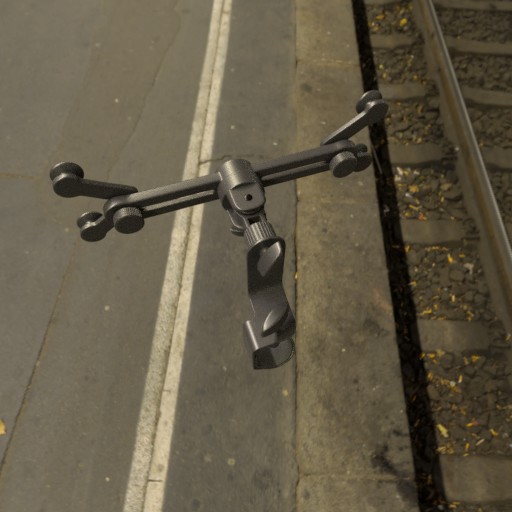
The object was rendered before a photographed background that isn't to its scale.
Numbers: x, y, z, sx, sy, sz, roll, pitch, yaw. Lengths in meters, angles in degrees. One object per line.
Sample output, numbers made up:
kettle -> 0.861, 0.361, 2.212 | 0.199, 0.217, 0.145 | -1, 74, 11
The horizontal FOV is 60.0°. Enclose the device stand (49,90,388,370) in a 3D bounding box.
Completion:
device stand -> 0.000, 0.000, 0.372 | 0.270, 0.166, 0.142 | -16, 59, -10
